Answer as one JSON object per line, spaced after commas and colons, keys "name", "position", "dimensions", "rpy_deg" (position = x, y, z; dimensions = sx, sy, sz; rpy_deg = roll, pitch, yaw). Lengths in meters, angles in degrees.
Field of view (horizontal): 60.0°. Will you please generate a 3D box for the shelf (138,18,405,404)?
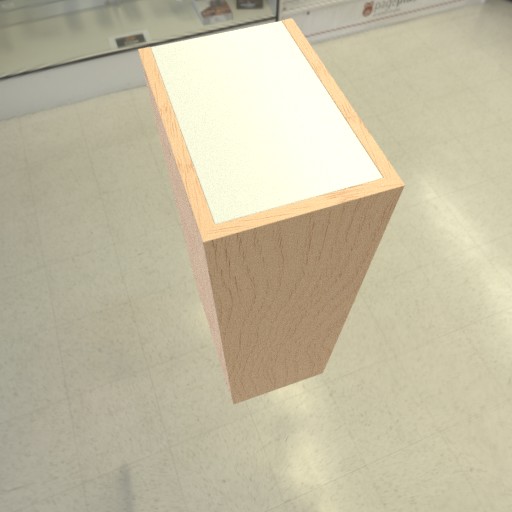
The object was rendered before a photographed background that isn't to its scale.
{"name": "shelf", "position": [0.000, 0.000, 0.728], "dimensions": [0.200, 0.600, 0.290], "rpy_deg": [-16, 60, -10]}
